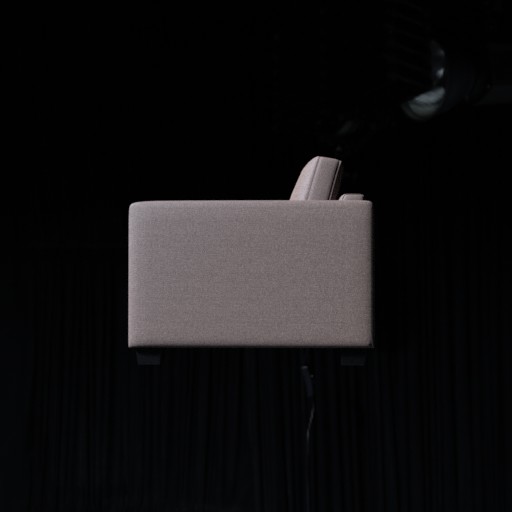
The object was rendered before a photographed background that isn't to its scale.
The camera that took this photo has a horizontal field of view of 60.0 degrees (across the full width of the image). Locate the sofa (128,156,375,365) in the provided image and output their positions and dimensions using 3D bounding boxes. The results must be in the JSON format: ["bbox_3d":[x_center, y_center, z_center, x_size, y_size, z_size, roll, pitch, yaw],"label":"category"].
[{"bbox_3d":[0.000,0.000,2.651,0.900,0.806,2.160,0,-1,1],"label":"sofa"}]
